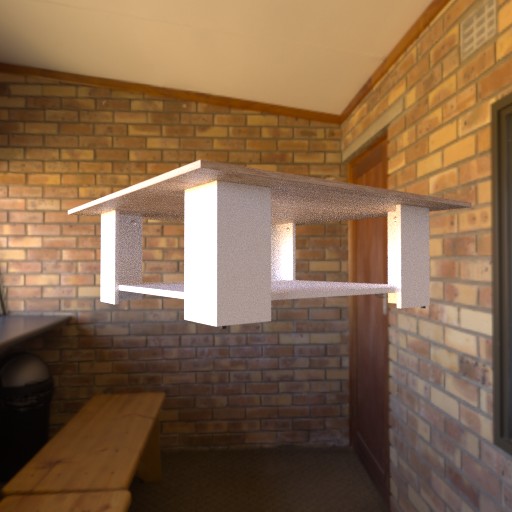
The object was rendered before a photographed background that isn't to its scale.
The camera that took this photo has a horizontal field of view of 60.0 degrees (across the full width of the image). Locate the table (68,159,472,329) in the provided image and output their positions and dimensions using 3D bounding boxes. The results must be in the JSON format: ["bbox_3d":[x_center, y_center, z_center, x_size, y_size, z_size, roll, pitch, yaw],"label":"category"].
[{"bbox_3d":[0.000,0.000,1.370,0.890,0.305,0.890,1,-1,-36],"label":"table"}]
